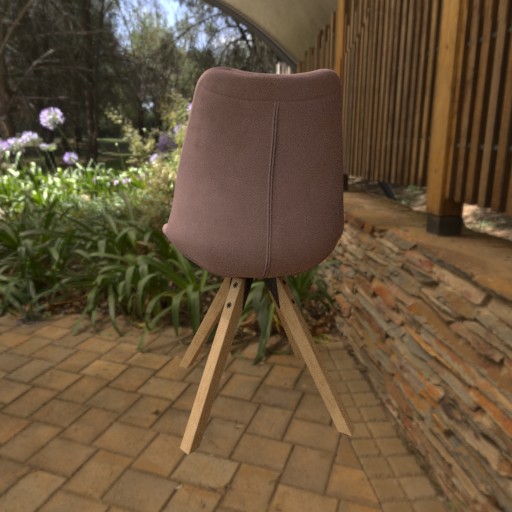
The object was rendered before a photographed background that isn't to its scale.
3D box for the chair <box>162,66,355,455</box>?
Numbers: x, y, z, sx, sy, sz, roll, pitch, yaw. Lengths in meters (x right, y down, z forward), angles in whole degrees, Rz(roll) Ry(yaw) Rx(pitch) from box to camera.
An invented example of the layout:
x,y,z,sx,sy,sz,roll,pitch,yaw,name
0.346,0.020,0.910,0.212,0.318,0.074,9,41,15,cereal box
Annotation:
x,y,z,sx,sy,sz,roll,pitch,yaw,name
0.000,0.000,1.173,0.485,0.850,0.550,-2,14,-10,chair
